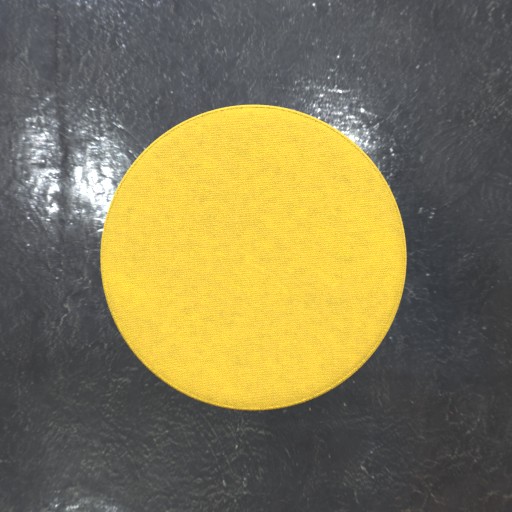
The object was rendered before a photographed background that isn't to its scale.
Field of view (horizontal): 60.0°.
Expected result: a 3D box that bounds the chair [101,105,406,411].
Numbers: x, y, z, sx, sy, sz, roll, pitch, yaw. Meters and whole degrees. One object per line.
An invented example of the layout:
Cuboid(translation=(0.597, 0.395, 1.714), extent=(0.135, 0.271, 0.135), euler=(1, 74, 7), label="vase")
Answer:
Cuboid(translation=(0.000, 0.000, 0.698), extent=(0.345, 0.455, 0.345), euler=(0, 91, 1), label="chair")
